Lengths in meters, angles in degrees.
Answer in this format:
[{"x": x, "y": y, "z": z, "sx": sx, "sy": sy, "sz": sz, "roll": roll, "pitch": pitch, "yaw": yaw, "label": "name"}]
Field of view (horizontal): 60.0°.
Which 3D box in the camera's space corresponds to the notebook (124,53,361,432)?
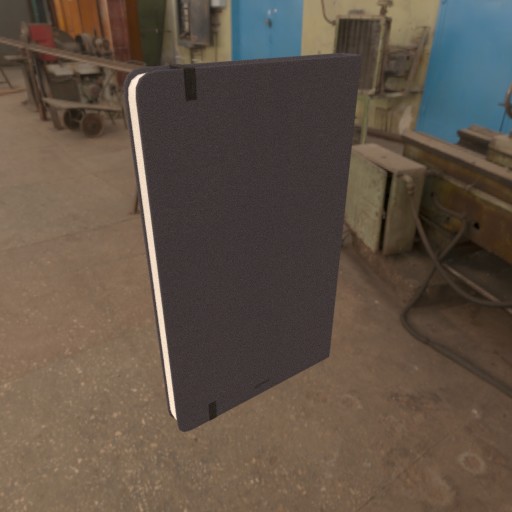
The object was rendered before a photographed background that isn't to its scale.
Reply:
[{"x": 0.000, "y": 0.000, "z": 0.262, "sx": 0.127, "sy": 0.213, "sz": 0.016, "roll": -19, "pitch": 34, "yaw": -30, "label": "notebook"}]
